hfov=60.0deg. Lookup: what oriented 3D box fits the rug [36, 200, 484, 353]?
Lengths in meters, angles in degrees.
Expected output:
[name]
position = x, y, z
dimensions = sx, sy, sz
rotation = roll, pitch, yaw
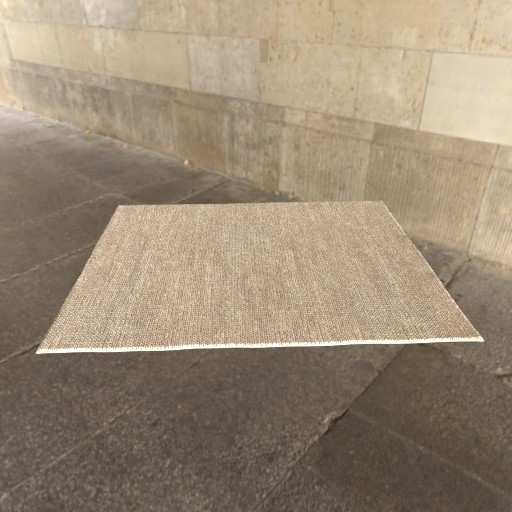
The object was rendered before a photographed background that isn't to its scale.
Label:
[rug]
position = 0.000, 0.000, 4.049
dimensions = 3.052, 0.030, 2.429
rotation = -1, 30, -2
